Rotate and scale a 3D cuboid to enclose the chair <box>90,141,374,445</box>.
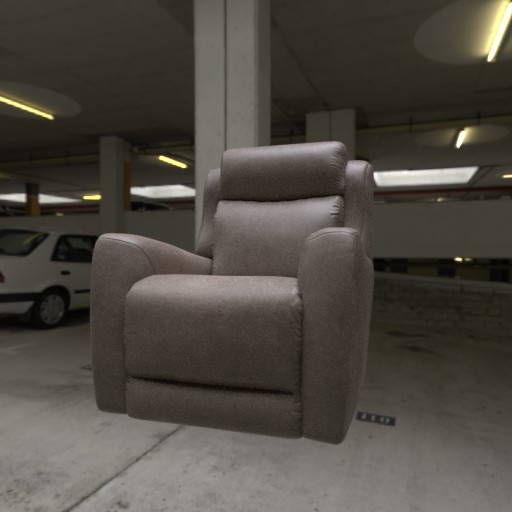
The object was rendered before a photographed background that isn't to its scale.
[{"bbox_3d":[0.000,0.000,1.895,0.967,1.116,1.068,0,1,19],"label":"chair"}]
